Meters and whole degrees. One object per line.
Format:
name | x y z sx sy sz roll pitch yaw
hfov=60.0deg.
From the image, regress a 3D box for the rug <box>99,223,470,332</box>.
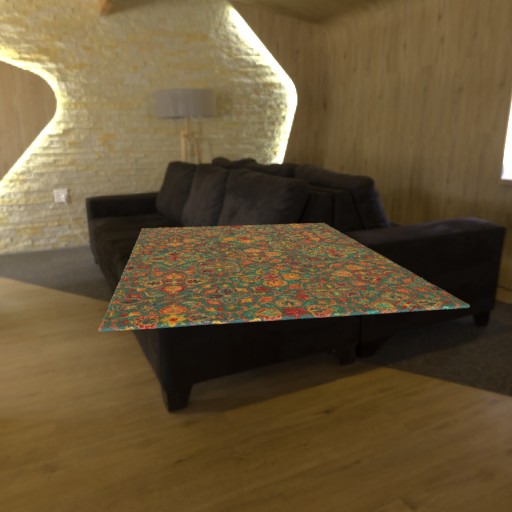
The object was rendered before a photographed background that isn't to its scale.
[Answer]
rug | 0.000 0.000 4.354 2.434 0.025 3.204 -2 15 -9
